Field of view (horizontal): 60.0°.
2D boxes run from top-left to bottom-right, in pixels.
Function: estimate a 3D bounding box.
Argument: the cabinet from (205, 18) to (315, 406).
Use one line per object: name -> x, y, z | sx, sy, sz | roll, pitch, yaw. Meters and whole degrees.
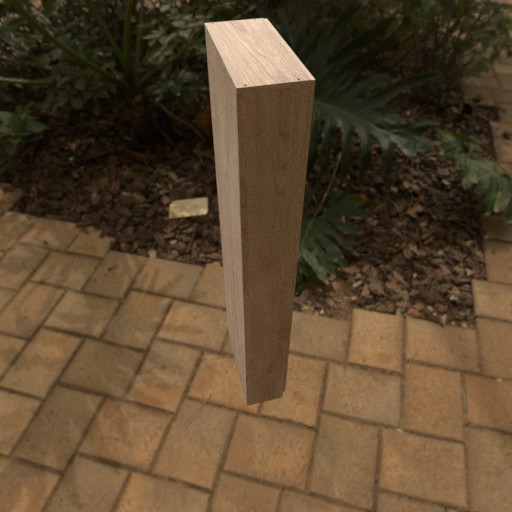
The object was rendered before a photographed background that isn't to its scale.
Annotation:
cabinet -> 0.000, 0.000, 1.973 | 0.230, 1.790, 0.500 | -10, 46, -10
